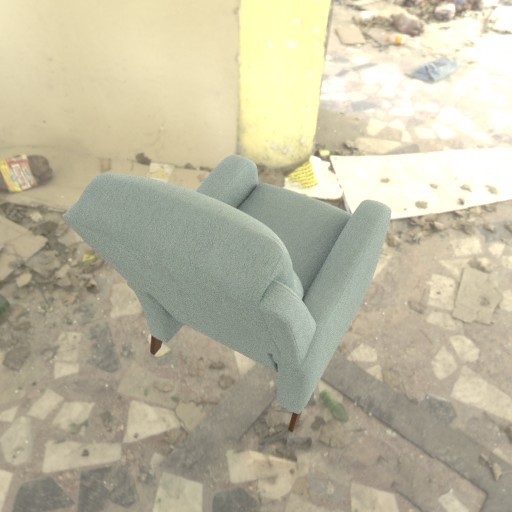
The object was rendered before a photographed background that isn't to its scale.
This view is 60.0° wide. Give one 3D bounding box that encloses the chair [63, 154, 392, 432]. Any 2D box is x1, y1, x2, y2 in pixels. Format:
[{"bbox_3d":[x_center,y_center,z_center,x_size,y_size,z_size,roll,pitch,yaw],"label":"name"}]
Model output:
[{"bbox_3d":[0.000,0.000,1.716,0.785,1.067,0.988,23,50,20],"label":"chair"}]
